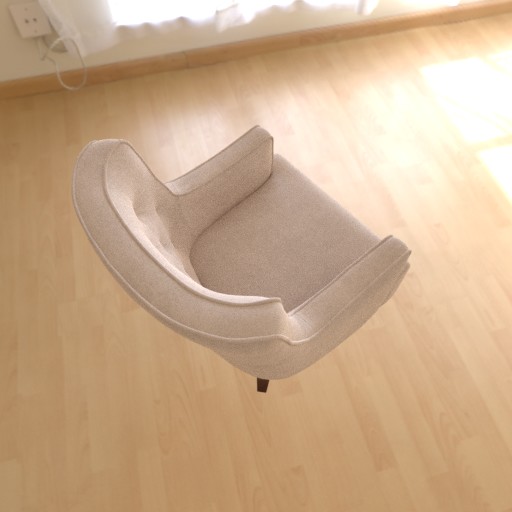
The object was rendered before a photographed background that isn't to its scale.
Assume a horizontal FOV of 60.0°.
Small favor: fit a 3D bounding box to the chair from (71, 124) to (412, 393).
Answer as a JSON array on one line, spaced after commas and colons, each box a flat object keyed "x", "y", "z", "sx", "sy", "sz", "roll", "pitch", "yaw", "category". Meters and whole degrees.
[{"x": 0.000, "y": 0.000, "z": 1.557, "sx": 0.910, "sy": 0.920, "sz": 0.781, "roll": -36, "pitch": 65, "yaw": -20, "category": "chair"}]
